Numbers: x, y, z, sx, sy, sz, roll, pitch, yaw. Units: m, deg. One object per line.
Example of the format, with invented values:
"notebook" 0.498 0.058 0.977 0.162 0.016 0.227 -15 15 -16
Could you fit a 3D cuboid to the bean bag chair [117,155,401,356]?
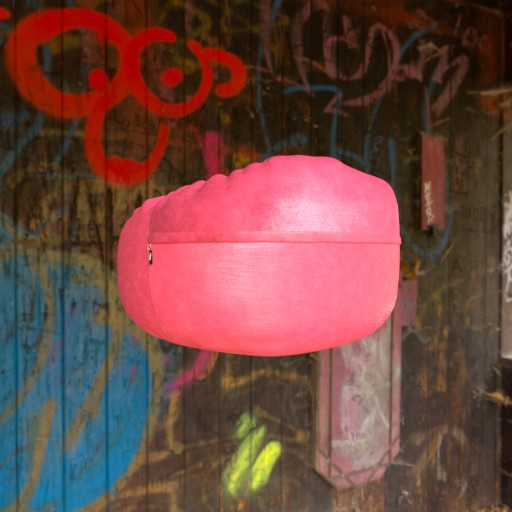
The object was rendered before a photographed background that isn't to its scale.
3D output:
"bean bag chair" 0.000 0.000 2.471 1.524 0.878 1.524 1 1 36
